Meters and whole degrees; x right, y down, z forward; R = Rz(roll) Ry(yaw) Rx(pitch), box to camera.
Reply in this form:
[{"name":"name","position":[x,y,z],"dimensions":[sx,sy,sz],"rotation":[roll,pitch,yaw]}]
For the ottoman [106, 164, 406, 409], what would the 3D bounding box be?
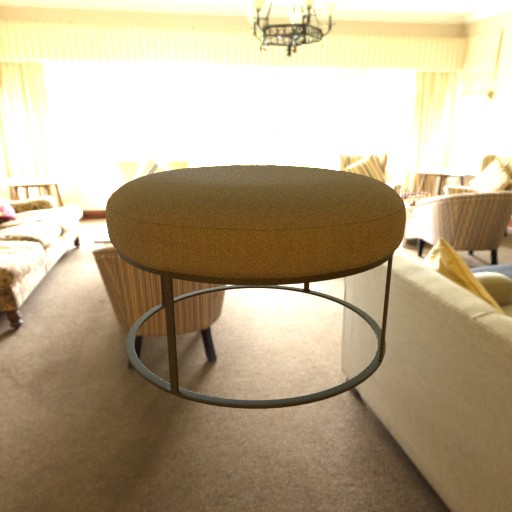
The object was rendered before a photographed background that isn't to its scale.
[{"name":"ottoman","position":[0.000,0.000,1.228],"dimensions":[0.772,0.460,0.772],"rotation":[0,17,0]}]
